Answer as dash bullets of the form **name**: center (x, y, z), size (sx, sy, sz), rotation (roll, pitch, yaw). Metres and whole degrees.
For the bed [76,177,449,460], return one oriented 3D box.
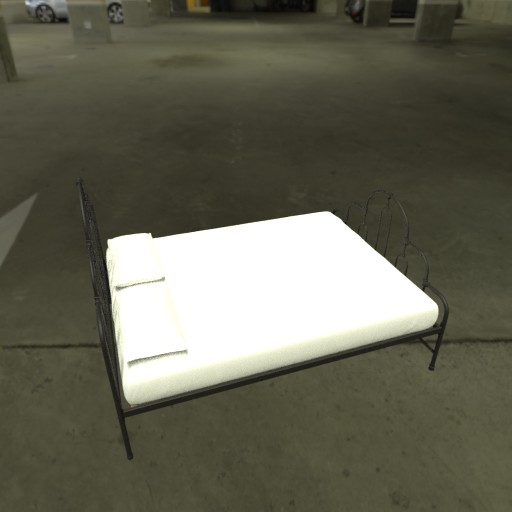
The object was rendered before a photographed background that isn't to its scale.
- **bed**: center (0.000, 0.000, 3.179), size (2.163, 1.429, 1.640), rotation (-10, 32, -17)
